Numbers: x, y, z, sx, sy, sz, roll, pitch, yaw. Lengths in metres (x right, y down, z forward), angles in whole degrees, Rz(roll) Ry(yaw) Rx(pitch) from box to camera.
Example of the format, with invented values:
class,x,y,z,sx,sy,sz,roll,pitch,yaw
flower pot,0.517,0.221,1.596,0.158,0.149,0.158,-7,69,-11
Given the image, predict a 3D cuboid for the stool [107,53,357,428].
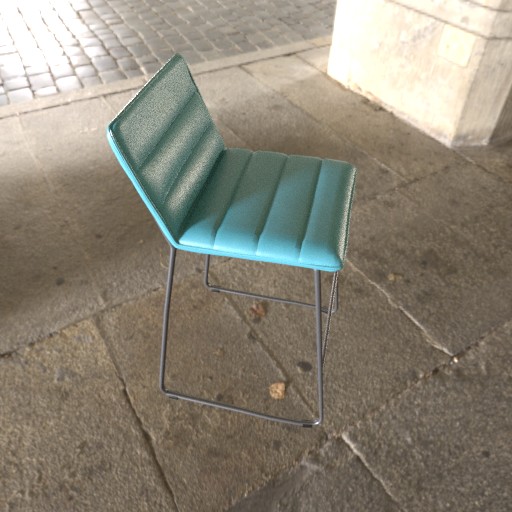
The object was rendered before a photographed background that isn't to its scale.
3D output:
class,x,y,z,sx,sy,sz,roll,pitch,yaw
stool,0.000,0.000,1.235,0.524,0.936,0.489,10,46,9
